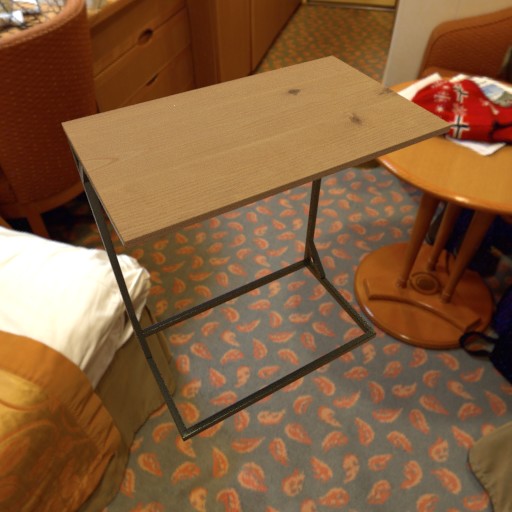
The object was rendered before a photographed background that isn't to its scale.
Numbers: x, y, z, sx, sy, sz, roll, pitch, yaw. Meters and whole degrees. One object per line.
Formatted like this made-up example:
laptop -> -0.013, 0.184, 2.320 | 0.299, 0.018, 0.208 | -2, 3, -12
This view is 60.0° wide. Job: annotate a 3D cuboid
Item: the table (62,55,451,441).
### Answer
table -> 0.000, 0.000, 1.027 | 0.597, 0.673, 0.351 | -22, 50, -20
